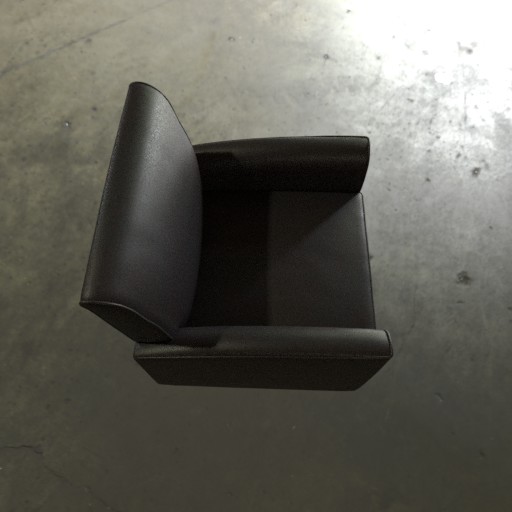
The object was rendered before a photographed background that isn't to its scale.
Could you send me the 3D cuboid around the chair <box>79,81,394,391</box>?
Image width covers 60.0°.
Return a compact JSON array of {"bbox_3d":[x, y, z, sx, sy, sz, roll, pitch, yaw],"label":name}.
[{"bbox_3d":[0.000,0.000,1.585,0.819,0.916,0.820,2,63,1],"label":"chair"}]
